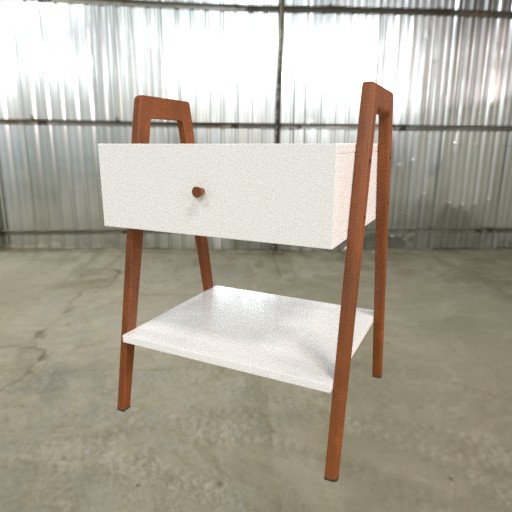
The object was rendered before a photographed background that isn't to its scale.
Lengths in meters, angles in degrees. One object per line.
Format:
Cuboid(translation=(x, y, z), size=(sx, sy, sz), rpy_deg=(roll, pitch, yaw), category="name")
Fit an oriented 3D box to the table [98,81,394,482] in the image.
Cuboid(translation=(0.000, 0.000, 0.877), size=(0.457, 0.610, 0.405), rpy_deg=(7, 16, 25), category="table")
